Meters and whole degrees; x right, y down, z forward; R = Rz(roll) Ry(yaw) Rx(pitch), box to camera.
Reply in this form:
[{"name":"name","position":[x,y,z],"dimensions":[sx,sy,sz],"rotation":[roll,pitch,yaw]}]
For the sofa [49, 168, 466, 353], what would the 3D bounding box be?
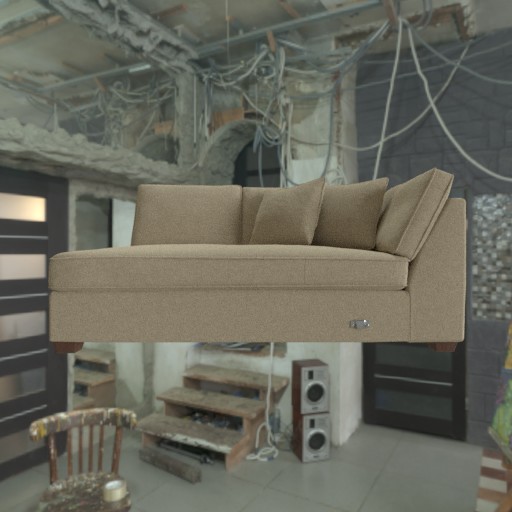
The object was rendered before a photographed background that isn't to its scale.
[{"name":"sofa","position":[0.000,0.000,2.851],"dimensions":[2.237,1.033,1.110],"rotation":[0,0,0]}]
